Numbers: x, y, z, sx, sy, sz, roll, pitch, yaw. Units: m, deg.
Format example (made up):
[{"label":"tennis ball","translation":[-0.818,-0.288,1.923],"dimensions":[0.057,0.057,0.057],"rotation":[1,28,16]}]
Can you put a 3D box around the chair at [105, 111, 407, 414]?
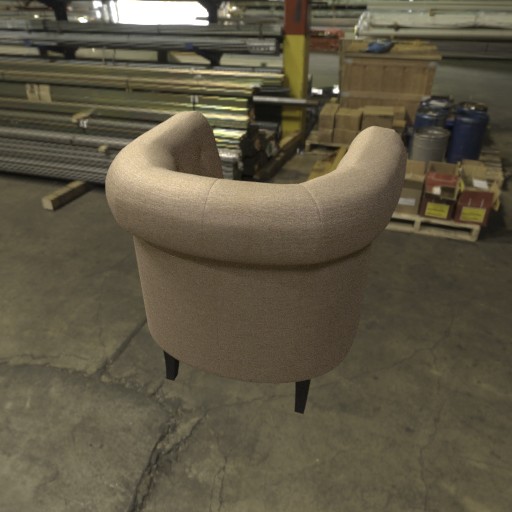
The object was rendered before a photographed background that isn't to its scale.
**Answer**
[{"label":"chair","translation":[0.000,0.000,1.570],"dimensions":[0.905,0.827,0.852],"rotation":[10,33,15]}]
